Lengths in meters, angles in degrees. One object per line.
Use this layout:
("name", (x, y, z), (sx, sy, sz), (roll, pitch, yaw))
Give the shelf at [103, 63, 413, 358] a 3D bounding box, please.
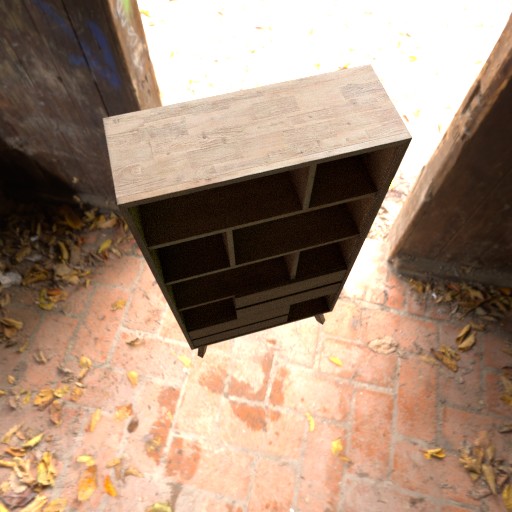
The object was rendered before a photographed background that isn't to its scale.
("shelf", (0.000, 0.000, 1.794), (0.748, 1.471, 0.308), (-14, 64, -7))
